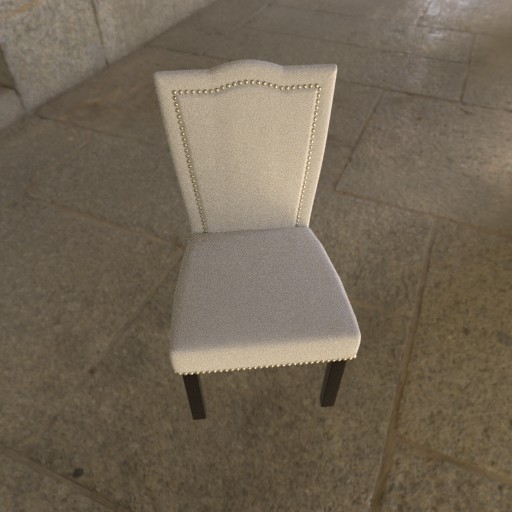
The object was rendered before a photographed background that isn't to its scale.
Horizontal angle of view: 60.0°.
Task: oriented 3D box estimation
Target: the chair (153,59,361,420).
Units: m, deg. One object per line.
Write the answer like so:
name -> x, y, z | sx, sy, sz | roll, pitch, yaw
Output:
chair -> 0.000, 0.000, 1.323 | 0.518, 0.946, 0.589 | -4, 46, -4
